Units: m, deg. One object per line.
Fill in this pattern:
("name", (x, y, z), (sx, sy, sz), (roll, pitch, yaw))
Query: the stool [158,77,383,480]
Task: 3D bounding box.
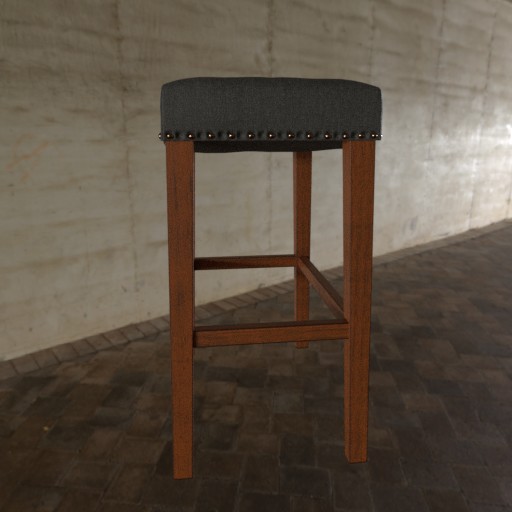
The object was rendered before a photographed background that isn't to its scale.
("stool", (0.000, 0.000, 0.852), (0.320, 0.612, 0.439), (-2, 16, -7))
